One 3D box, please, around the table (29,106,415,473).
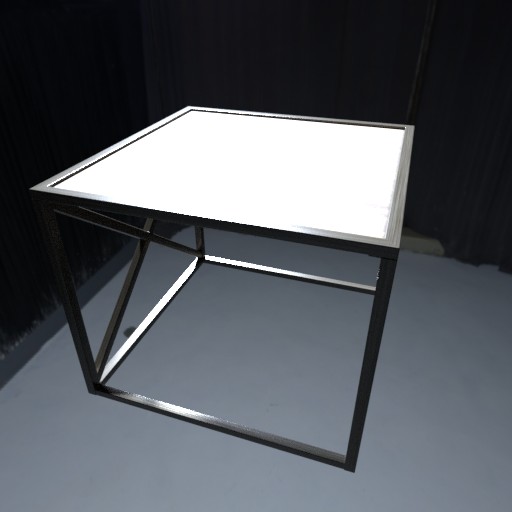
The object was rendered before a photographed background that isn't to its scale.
[{"bbox_3d":[0.000,0.000,1.050,0.609,0.507,0.611,10,33,16],"label":"table"}]
